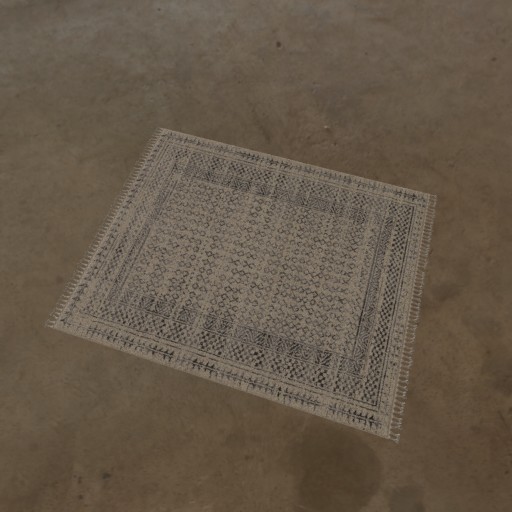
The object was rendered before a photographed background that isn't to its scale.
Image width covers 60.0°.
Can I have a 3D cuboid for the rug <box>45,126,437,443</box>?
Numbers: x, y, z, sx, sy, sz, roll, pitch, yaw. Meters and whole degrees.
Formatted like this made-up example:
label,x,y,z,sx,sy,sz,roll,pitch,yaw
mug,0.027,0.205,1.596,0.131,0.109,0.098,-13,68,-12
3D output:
label,x,y,z,sx,sy,sz,roll,pitch,yaw
rug,0.000,0.000,3.936,2.940,0.013,2.312,16,63,8
